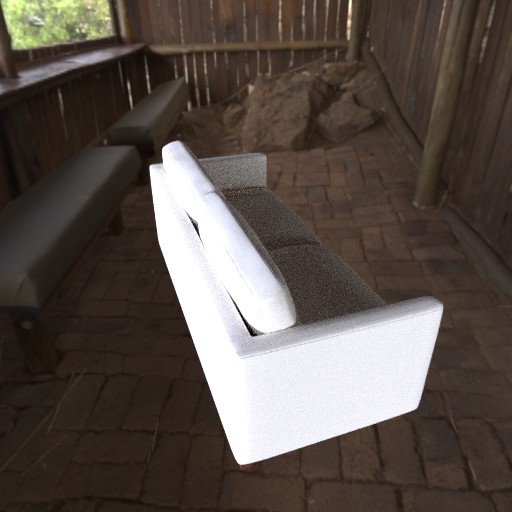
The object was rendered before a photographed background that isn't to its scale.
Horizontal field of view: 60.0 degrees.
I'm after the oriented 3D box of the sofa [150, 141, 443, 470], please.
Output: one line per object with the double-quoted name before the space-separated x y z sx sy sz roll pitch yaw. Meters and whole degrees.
"sofa" 0.000 0.000 2.636 0.924 0.933 2.139 -10 32 -17
